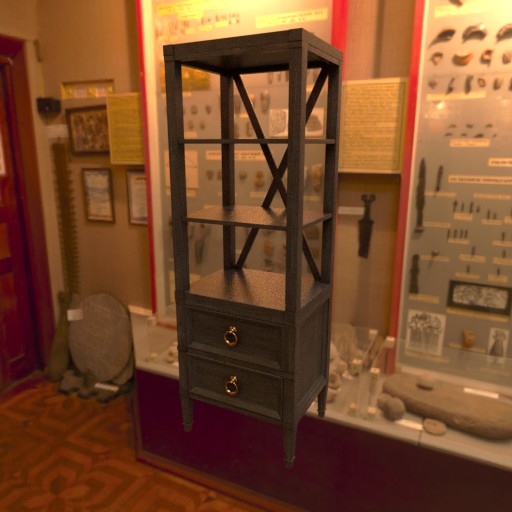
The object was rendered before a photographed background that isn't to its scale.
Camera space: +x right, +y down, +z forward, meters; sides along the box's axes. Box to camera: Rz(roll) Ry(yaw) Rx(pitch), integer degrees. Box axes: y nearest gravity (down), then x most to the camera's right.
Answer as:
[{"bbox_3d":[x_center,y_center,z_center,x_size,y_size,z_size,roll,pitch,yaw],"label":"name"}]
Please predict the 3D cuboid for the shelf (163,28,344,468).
[{"bbox_3d":[0.000,0.000,2.003,0.584,1.727,0.472,7,16,27],"label":"shelf"}]
